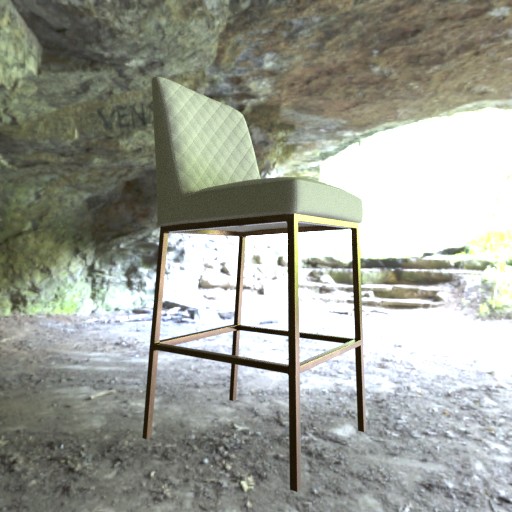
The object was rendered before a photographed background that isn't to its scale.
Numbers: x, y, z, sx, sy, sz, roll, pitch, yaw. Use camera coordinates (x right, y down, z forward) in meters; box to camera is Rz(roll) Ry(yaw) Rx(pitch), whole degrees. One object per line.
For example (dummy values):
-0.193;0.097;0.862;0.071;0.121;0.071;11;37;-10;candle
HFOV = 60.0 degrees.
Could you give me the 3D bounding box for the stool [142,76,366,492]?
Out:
0.000;0.000;1.347;0.546;1.084;0.462;0;0;35;stool
